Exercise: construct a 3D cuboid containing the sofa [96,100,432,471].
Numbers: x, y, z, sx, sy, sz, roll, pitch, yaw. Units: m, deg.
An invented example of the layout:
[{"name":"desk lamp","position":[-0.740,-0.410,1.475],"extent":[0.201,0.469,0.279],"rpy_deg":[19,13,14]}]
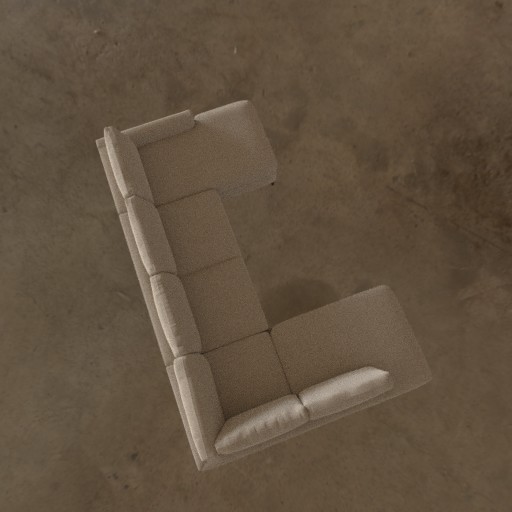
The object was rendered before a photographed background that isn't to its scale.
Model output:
[{"name":"sofa","position":[0.000,0.000,3.877],"extent":[1.989,0.862,2.984],"rpy_deg":[-20,76,-5]}]
